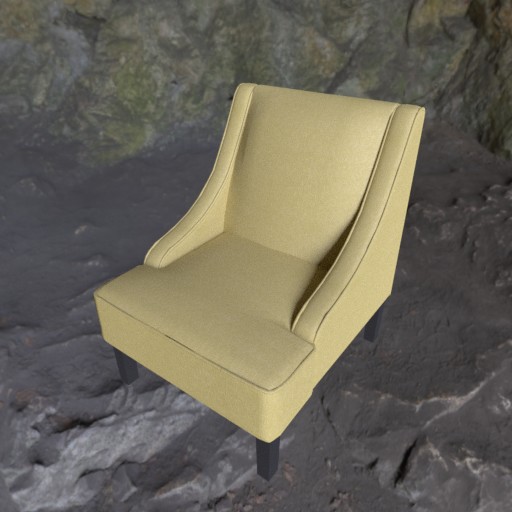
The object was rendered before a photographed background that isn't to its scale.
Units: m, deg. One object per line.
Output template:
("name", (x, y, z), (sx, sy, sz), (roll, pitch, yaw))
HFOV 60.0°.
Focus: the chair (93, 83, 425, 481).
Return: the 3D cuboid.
("chair", (0.000, 0.000, 1.438), (0.696, 0.896, 0.814), (21, 37, 31))
